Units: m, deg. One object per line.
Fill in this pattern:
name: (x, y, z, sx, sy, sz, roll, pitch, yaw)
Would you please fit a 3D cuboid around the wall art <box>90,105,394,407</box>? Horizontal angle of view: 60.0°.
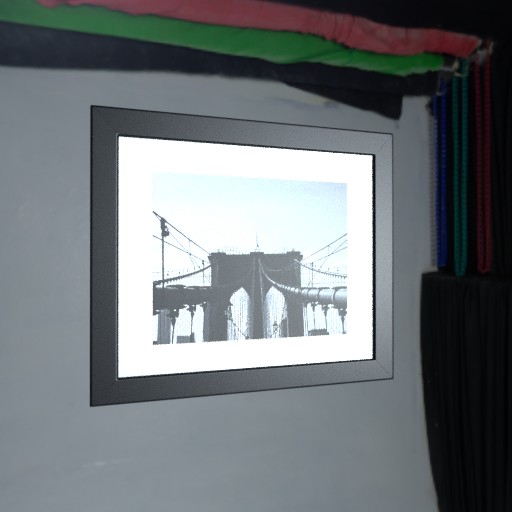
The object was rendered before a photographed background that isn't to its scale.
wall art: (0.000, 0.000, 0.743, 0.521, 0.450, 0.018, 0, 0, -17)
